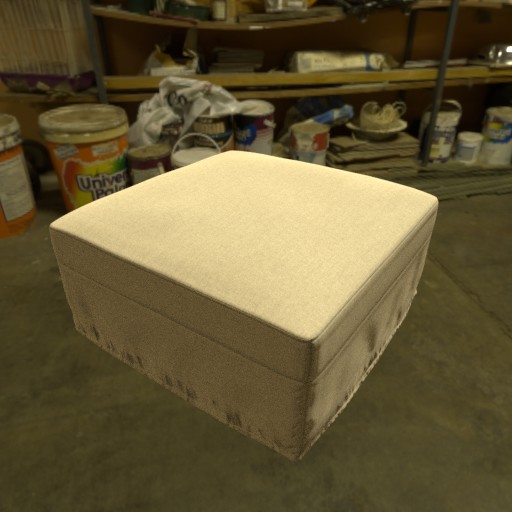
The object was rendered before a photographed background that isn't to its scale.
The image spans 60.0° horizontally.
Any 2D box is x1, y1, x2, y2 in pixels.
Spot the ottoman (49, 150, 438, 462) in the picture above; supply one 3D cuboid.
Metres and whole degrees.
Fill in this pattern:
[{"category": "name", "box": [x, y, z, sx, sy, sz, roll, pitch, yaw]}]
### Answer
[{"category": "ottoman", "box": [0.000, 0.000, 1.362, 0.843, 0.436, 0.840, 20, 36, 30]}]
